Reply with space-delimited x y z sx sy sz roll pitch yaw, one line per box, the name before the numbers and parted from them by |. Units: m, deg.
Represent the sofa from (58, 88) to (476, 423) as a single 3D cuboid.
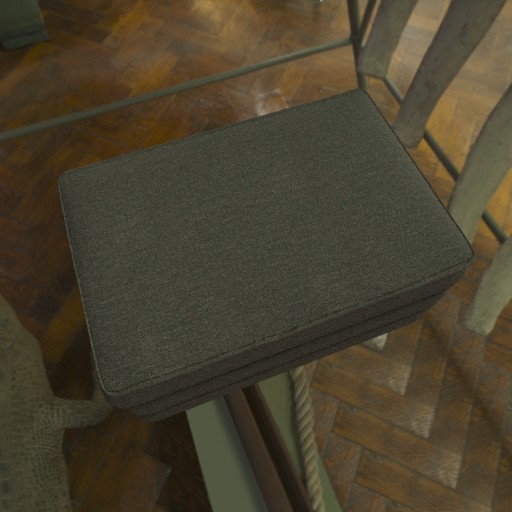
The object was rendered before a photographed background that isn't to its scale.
sofa | 0.000 0.000 1.198 0.854 0.457 0.578 -19 65 -9
